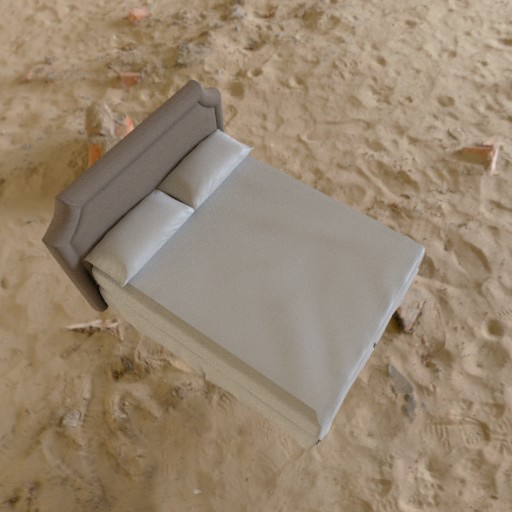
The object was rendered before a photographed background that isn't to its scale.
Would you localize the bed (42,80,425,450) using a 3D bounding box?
[{"bbox_3d":[0.000,0.000,3.299,2.164,1.303,1.828,31,64,17],"label":"bed"}]
